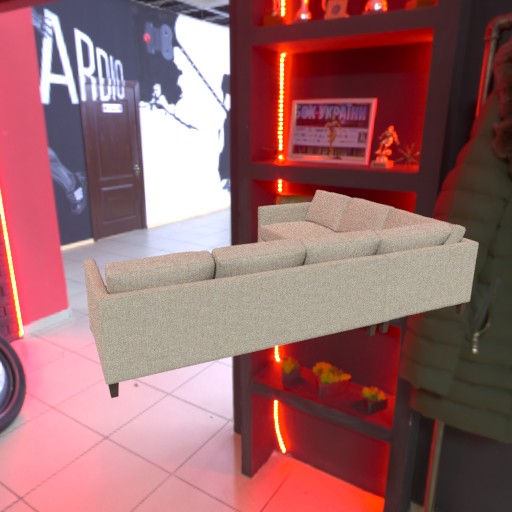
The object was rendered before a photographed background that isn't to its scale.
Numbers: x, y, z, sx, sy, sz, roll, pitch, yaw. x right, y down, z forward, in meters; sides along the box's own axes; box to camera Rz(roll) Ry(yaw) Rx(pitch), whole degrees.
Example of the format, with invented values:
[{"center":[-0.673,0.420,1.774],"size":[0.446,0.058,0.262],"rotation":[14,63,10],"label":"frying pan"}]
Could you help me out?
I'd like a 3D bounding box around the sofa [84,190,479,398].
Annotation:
[{"center":[0.000,0.000,4.323],"size":[3.182,0.863,2.432],"rotation":[-8,18,-24],"label":"sofa"}]
